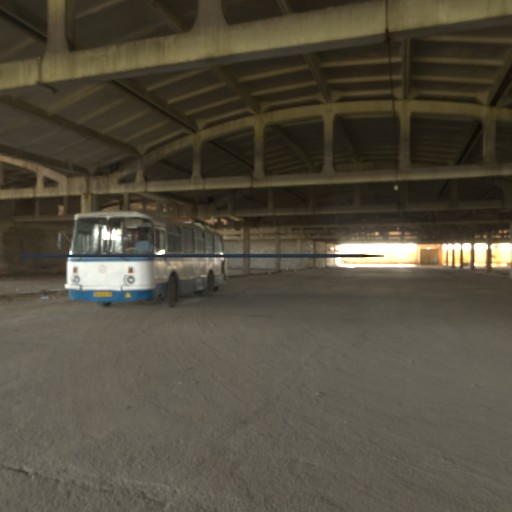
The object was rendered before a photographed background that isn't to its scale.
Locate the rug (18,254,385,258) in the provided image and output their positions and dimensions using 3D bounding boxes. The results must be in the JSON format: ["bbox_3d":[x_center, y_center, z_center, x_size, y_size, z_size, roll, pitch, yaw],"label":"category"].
[{"bbox_3d":[0.000,0.000,2.847,1.526,0.014,2.290,0,0,18],"label":"rug"}]
